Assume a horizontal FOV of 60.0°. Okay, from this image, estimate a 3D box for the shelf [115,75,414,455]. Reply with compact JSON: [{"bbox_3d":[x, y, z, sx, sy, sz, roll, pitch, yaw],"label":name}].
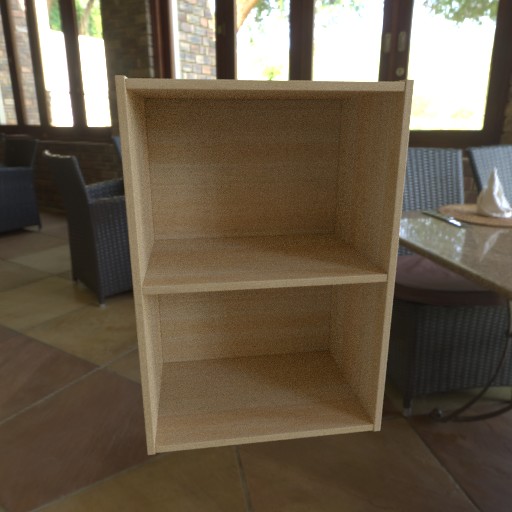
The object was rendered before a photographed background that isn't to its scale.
[{"bbox_3d":[0.000,0.000,0.822,0.414,0.592,0.290,-3,17,-8],"label":"shelf"}]
